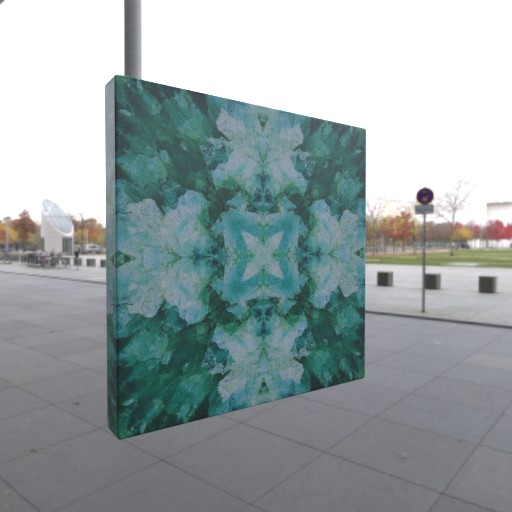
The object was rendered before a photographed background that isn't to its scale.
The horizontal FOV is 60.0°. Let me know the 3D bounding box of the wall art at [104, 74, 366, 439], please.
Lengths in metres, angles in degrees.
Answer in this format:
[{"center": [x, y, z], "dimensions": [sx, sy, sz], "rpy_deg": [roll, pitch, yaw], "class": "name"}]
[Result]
[{"center": [0.000, 0.000, 0.480], "dimensions": [0.313, 0.313, 0.033], "rpy_deg": [-1, 2, -35], "class": "wall art"}]
